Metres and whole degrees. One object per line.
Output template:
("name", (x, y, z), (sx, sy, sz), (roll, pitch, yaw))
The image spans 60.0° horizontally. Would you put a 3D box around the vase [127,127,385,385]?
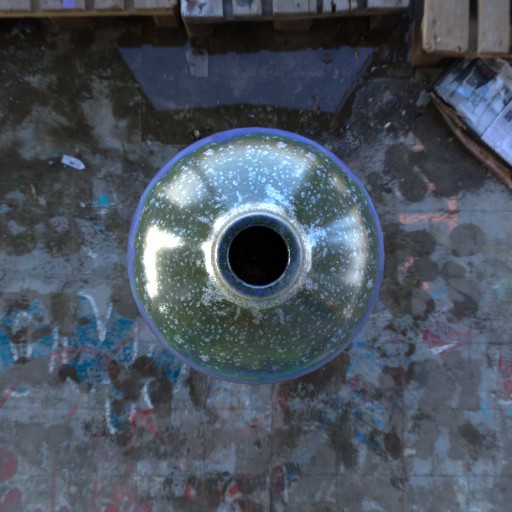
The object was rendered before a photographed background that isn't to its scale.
("vase", (0.000, 0.000, 0.266), (0.154, 0.133, 0.154), (0, 90, -1))
